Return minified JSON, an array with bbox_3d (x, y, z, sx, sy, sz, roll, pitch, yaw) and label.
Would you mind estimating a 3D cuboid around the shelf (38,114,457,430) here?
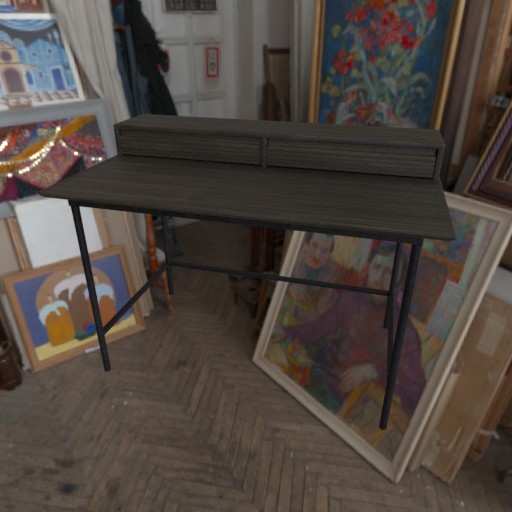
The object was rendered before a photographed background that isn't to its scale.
[{"bbox_3d":[0.000,0.000,1.666,1.212,0.865,0.685,7,28,14],"label":"shelf"}]
